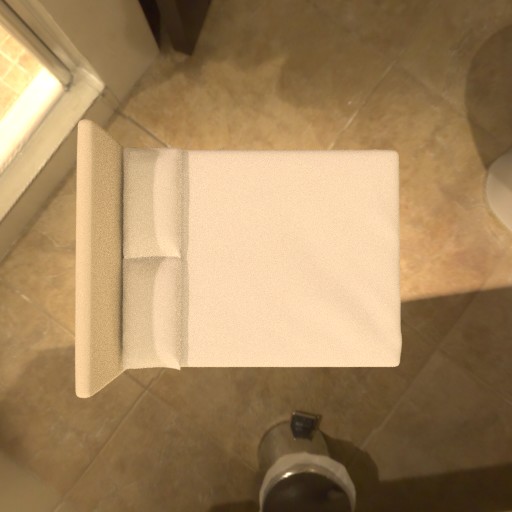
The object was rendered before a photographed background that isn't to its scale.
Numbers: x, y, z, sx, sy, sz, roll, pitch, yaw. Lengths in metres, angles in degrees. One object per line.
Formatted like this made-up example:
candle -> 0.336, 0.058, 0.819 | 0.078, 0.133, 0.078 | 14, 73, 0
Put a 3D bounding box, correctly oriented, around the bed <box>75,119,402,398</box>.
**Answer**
bed -> 0.000, 0.000, 3.244 | 2.147, 1.330, 1.714 | 0, 89, 0
